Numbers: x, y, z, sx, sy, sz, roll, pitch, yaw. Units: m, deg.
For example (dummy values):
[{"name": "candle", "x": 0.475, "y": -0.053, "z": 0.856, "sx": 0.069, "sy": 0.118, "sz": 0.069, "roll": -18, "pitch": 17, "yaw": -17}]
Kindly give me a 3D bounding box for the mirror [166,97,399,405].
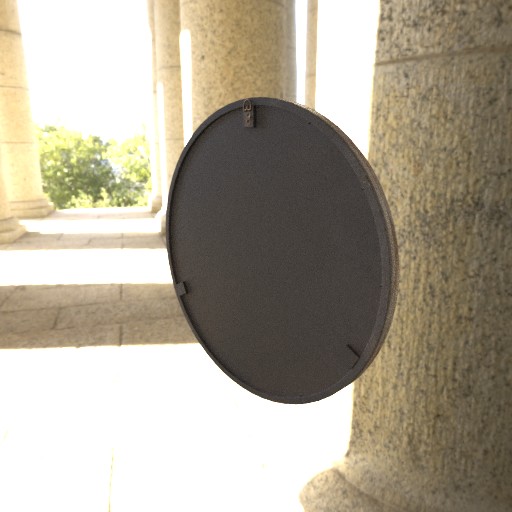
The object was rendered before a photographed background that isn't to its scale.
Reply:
[{"name": "mirror", "x": 0.000, "y": 0.000, "z": 1.053, "sx": 0.710, "sy": 0.710, "sz": 0.038, "roll": 13, "pitch": 18, "yaw": 44}]
